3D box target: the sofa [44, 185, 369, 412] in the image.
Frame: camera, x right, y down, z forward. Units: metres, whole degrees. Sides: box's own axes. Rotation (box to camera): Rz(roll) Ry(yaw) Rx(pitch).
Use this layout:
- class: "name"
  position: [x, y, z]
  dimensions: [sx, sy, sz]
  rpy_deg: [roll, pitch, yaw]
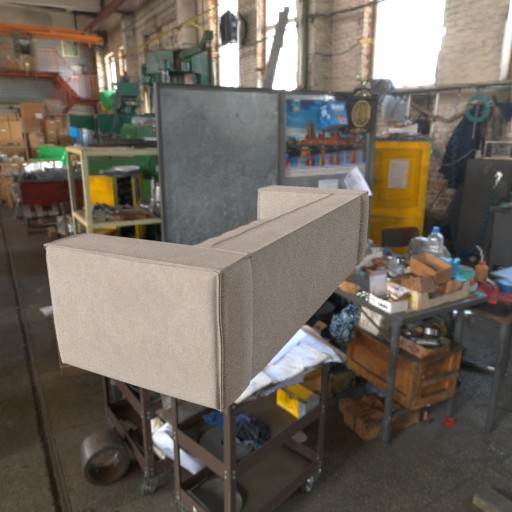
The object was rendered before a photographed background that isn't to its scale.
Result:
- class: "sofa"
  position: [0.000, 0.000, 3.127]
  dimensions: [1.038, 0.680, 2.697]
  rpy_deg: [7, 17, 25]
